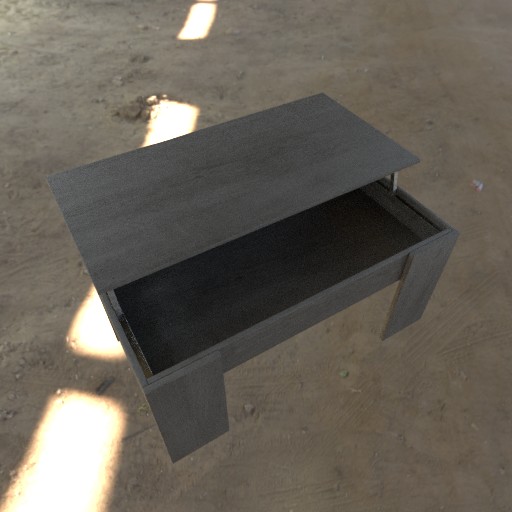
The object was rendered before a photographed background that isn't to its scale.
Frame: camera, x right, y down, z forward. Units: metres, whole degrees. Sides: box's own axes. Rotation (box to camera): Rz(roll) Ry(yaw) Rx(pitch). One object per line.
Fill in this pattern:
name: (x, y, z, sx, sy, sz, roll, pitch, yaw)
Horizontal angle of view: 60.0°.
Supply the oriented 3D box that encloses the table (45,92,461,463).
table: (0.000, 0.000, 1.459, 1.000, 0.570, 0.711, -24, 51, -21)
